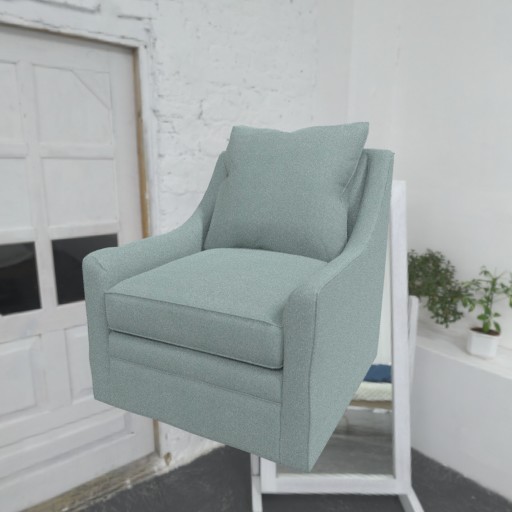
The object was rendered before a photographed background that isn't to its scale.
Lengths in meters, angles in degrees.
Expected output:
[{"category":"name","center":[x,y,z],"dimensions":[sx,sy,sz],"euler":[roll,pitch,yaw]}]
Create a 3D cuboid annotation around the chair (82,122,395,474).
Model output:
[{"category":"chair","center":[0.000,0.000,1.549],"dimensions":[0.760,0.926,0.870],"euler":[7,15,27]}]
